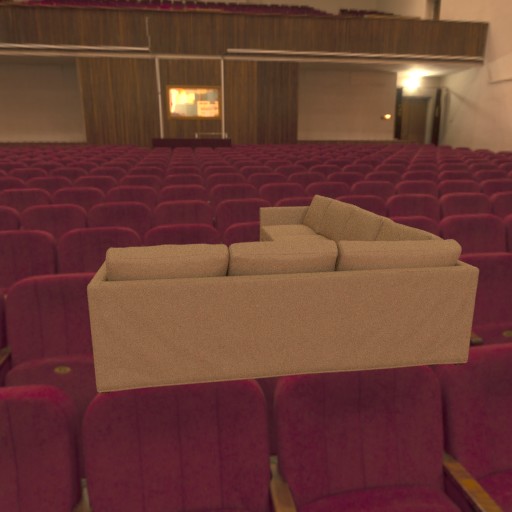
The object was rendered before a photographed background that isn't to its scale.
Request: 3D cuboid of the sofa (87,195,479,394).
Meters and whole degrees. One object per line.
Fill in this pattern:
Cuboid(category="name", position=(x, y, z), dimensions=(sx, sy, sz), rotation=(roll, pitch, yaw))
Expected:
Cuboid(category="sofa", position=(0.000, 0.000, 4.224), dimensions=(2.432, 0.871, 3.182), rotation=(-2, 14, -9))
